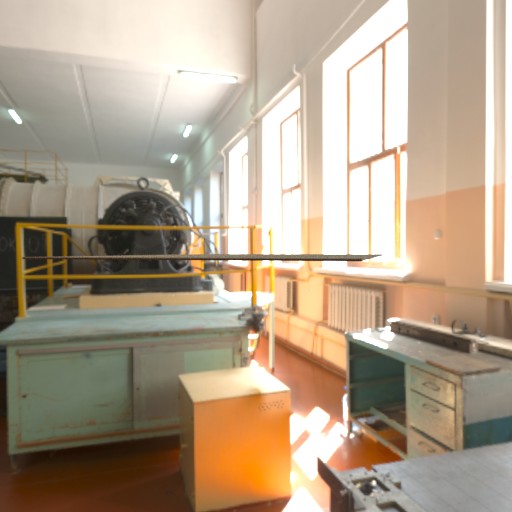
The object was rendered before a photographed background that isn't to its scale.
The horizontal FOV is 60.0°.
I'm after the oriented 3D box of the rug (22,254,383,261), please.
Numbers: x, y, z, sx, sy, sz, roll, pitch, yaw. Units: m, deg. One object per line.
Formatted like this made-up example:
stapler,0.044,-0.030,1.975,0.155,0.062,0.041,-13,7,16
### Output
rug,0.000,0.000,2.306,1.219,0.008,1.829,0,1,18
